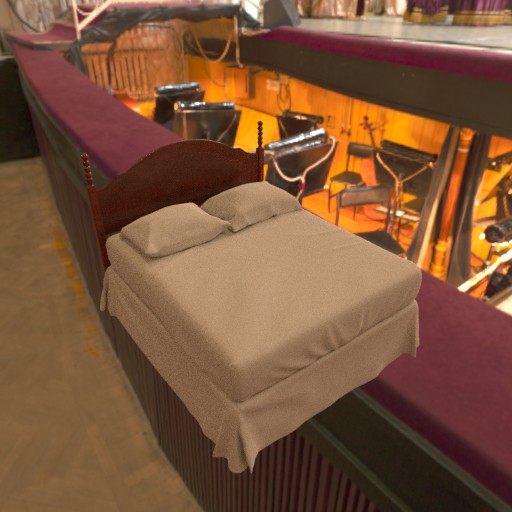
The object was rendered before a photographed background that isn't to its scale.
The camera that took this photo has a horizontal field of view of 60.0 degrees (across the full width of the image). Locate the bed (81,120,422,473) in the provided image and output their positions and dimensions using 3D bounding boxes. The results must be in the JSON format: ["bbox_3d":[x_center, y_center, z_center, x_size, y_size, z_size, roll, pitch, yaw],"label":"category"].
[{"bbox_3d":[0.000,0.000,3.273,1.873,1.356,2.040,-21,37,-31],"label":"bed"}]
